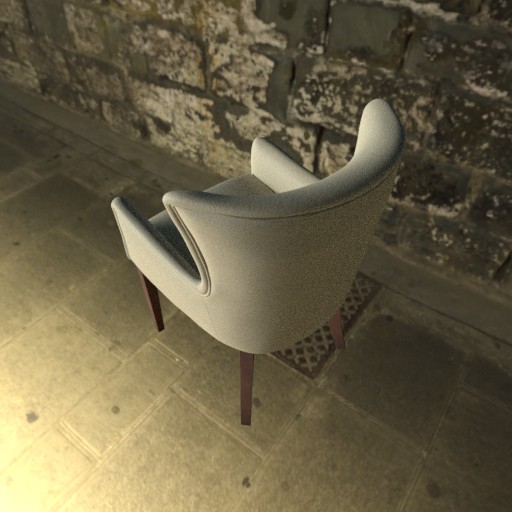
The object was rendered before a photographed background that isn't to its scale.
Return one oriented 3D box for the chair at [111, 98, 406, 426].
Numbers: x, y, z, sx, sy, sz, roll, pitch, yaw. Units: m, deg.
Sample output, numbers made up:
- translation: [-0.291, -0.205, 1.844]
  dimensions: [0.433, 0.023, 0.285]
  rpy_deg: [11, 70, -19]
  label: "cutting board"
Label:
- translation: [0.000, 0.000, 1.401]
  dimensions: [0.660, 0.952, 0.686]
  rpy_deg: [-30, 52, -27]
  label: "chair"
